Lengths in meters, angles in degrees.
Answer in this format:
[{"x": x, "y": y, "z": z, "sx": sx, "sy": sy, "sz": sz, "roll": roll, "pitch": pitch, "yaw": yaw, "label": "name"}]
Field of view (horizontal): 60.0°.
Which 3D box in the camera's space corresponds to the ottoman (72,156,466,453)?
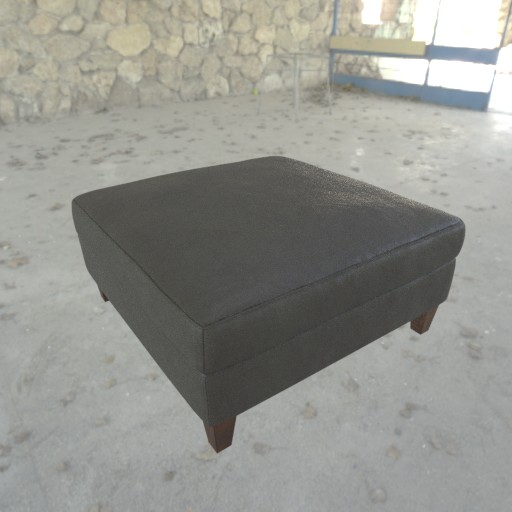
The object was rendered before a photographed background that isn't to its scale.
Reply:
[{"x": 0.000, "y": 0.000, "z": 1.327, "sx": 0.836, "sy": 0.415, "sz": 0.844, "roll": -18, "pitch": 33, "yaw": -31, "label": "ottoman"}]
